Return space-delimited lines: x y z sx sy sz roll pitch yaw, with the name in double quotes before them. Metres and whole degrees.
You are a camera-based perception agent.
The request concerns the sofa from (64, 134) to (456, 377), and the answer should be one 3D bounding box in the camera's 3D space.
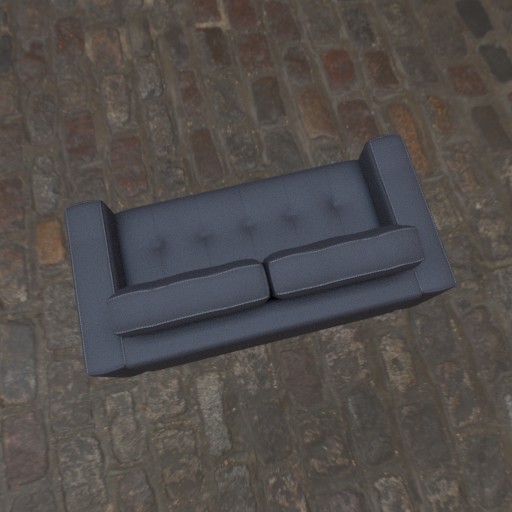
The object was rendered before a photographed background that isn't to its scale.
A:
"sofa" 0.000 0.000 2.237 1.726 0.893 0.833 -13 75 -4
